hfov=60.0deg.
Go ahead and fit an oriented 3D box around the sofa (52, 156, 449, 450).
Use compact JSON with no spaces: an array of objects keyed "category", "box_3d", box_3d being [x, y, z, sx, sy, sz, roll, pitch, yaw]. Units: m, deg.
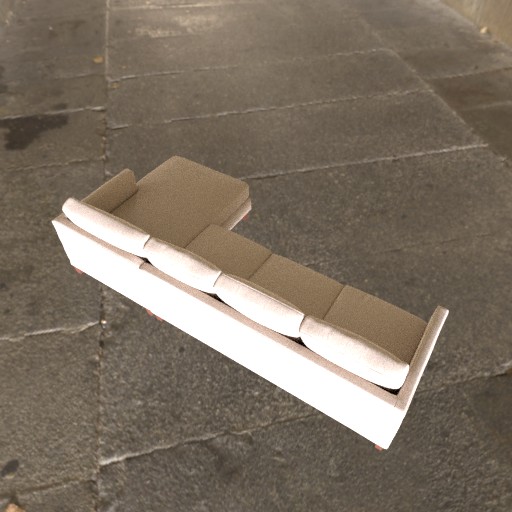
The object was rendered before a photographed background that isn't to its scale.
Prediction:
[{"category":"sofa","box_3d":[0.000,0.000,3.875,3.186,0.861,1.625,25,52,22]}]
